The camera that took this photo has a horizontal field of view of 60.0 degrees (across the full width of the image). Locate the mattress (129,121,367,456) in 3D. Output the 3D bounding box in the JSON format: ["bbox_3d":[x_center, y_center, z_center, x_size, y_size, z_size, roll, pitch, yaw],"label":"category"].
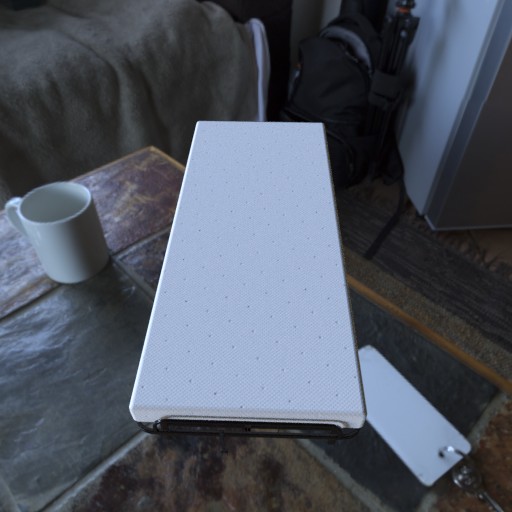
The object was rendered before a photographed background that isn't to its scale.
[{"bbox_3d":[0.000,0.000,2.522,0.922,0.519,2.153,1,46,1],"label":"mattress"}]
